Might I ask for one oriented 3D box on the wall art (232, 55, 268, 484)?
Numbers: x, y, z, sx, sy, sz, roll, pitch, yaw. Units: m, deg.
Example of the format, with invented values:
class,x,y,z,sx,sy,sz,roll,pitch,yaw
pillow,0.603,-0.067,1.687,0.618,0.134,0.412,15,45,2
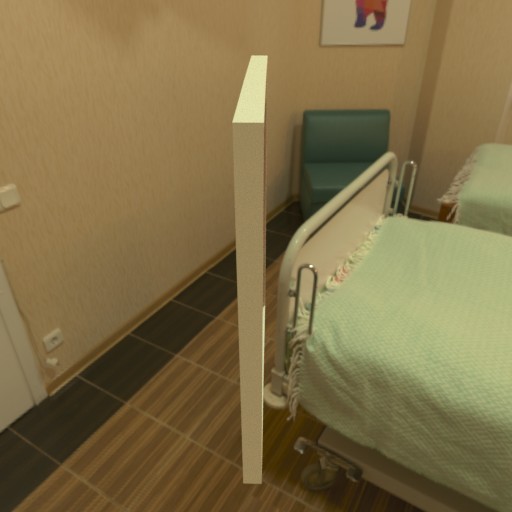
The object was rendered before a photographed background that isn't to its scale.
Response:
class,x,y,z,sx,sy,sz,roll,pitch,yaw
wall art,0.000,0.000,0.727,0.030,0.549,0.443,1,31,1
